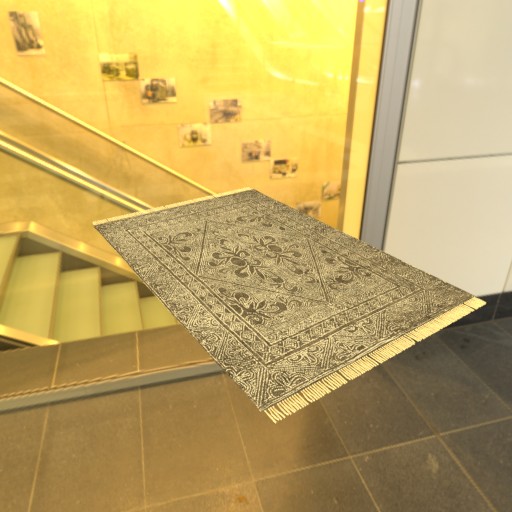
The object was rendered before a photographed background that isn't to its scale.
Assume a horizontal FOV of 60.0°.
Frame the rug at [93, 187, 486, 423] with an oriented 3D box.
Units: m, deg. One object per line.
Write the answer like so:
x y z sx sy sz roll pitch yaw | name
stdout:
0.000 0.000 3.024 1.529 0.010 2.440 -18 33 -30 | rug
